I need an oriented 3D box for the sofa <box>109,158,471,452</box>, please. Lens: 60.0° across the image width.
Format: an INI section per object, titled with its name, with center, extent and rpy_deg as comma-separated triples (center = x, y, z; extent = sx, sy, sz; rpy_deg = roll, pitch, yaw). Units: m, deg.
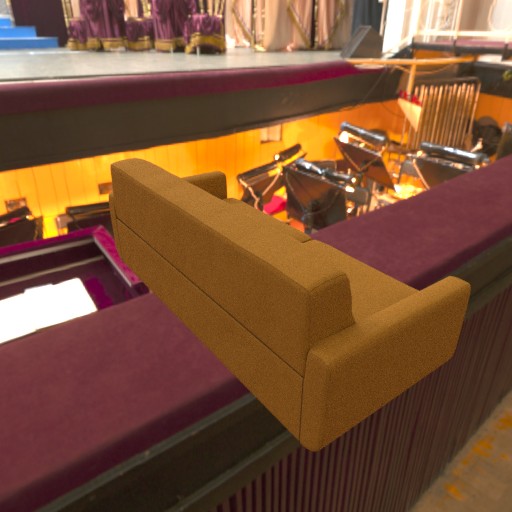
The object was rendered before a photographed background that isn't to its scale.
[sofa]
center = 0.000, 0.000, 2.462
extent = 0.909, 0.841, 2.029
rpy_deg = -19, 33, -32
